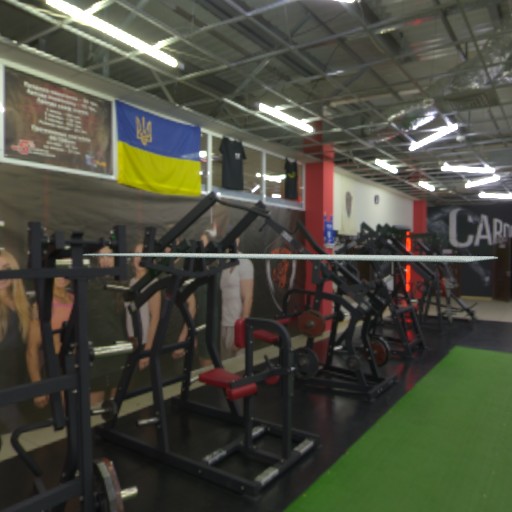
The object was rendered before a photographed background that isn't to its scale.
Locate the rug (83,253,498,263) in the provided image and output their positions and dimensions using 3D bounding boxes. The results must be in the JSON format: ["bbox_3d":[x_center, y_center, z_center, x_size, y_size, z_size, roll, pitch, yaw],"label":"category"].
[{"bbox_3d":[0.000,0.000,2.365,2.196,0.011,0.662,1,1,37],"label":"rug"}]
